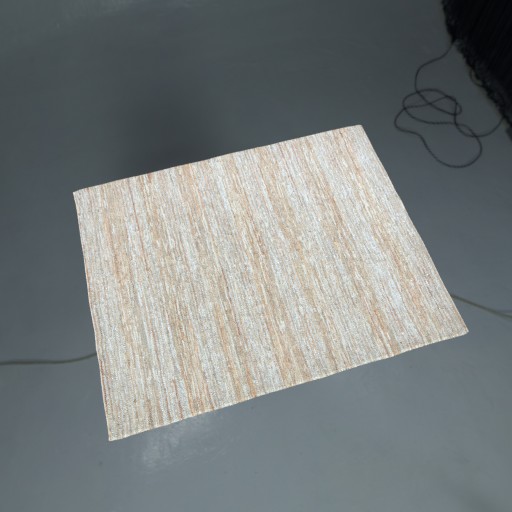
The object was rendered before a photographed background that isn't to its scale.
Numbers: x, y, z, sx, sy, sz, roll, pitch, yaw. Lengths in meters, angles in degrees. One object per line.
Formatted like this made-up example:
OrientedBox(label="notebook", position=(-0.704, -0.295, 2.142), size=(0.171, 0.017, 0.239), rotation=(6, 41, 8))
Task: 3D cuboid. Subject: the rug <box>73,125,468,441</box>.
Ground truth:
OrientedBox(label="rug", position=(0.000, 0.000, 3.898), size=(2.939, 0.009, 2.313), rotation=(-15, 65, -7))
